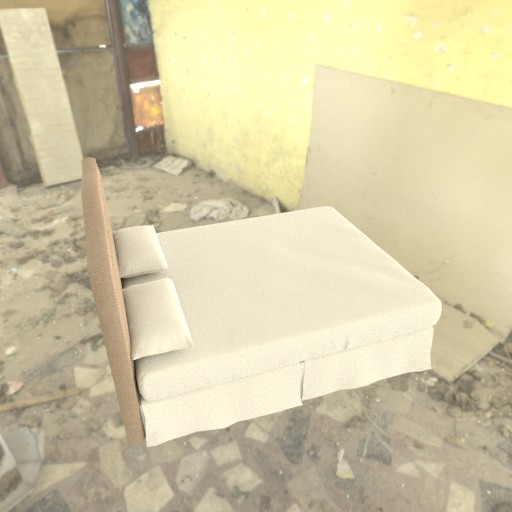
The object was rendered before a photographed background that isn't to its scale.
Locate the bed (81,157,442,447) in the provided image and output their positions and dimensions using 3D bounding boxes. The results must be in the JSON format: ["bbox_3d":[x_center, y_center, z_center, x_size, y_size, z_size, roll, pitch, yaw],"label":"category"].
[{"bbox_3d":[0.000,0.000,3.419,2.282,1.436,1.821,-11,33,-17],"label":"bed"}]
